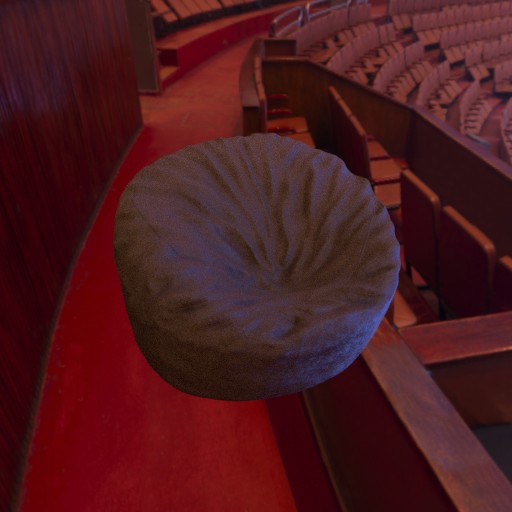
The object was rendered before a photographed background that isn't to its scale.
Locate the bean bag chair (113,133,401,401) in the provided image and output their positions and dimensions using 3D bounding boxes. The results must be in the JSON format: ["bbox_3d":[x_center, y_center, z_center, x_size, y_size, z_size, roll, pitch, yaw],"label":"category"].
[{"bbox_3d":[0.000,0.000,2.052,1.245,0.821,1.245,0,34,0],"label":"bean bag chair"}]
